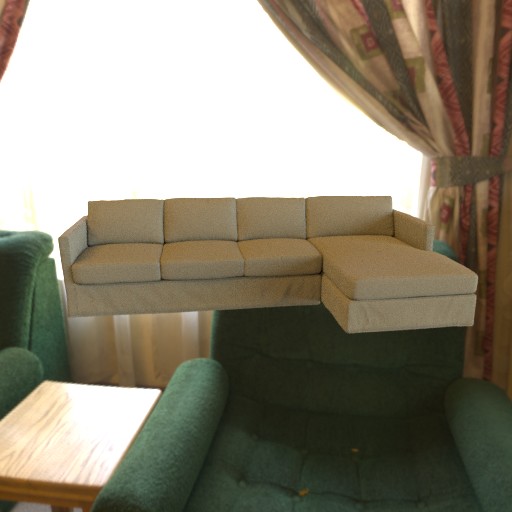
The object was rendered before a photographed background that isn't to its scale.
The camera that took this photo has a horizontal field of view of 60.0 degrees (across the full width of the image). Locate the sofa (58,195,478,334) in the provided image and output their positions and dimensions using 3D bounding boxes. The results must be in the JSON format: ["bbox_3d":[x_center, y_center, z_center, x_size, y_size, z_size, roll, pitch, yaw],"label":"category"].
[{"bbox_3d":[0.000,0.000,3.854,3.177,0.867,1.622,-2,16,-8],"label":"sofa"}]
